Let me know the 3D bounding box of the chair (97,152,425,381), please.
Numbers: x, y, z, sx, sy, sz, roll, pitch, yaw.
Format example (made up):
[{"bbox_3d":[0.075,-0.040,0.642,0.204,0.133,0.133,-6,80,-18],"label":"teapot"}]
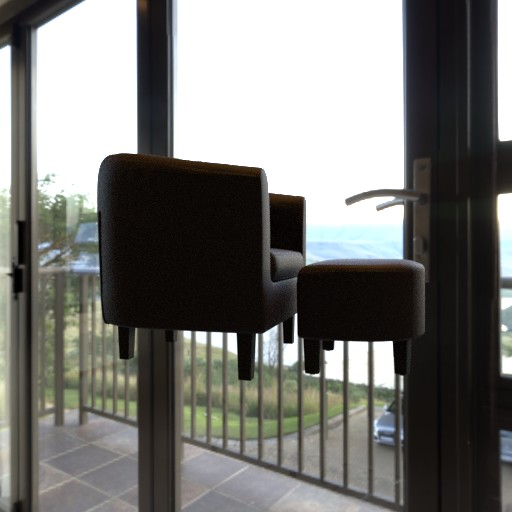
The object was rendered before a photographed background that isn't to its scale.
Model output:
[{"bbox_3d":[0.000,0.000,1.670,1.191,0.760,0.763,0,0,17],"label":"chair"}]
